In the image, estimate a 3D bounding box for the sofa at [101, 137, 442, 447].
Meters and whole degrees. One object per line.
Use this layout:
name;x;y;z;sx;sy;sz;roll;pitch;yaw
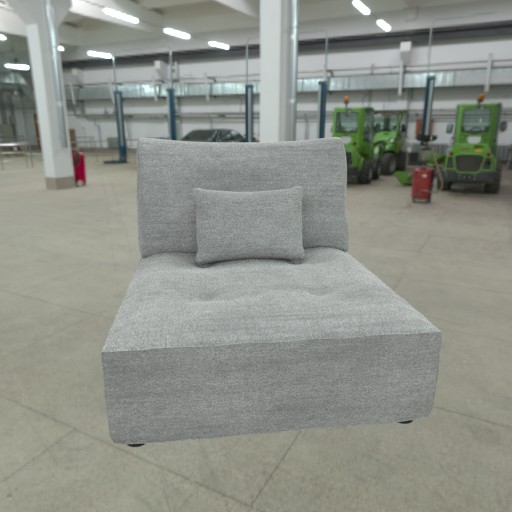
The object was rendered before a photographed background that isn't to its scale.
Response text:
sofa;0.000;0.000;1.628;0.930;0.820;1.000;-2;17;-7
